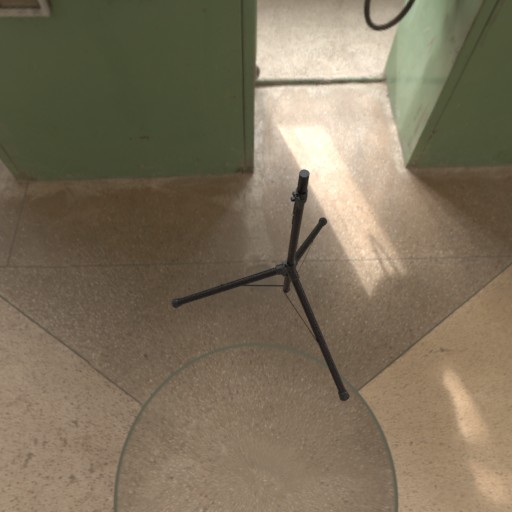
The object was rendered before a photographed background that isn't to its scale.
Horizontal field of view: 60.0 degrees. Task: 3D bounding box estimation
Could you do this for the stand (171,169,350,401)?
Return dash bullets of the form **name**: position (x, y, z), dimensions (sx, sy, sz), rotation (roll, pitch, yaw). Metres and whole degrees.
- **stand**: position (0.000, 0.000, 1.910), dimensions (0.907, 1.136, 1.045), rotation (0, 63, 0)
